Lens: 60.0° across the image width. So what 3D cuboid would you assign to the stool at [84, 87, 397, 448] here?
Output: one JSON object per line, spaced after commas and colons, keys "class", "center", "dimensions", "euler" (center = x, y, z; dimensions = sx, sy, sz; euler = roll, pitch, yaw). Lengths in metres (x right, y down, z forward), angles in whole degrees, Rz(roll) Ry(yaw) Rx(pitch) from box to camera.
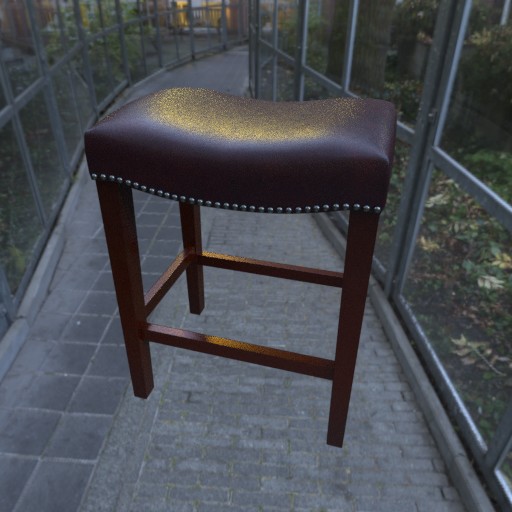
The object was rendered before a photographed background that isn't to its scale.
{"class": "stool", "center": [0.000, 0.000, 0.973], "dimensions": [0.504, 0.657, 0.372], "euler": [9, 32, 14]}
